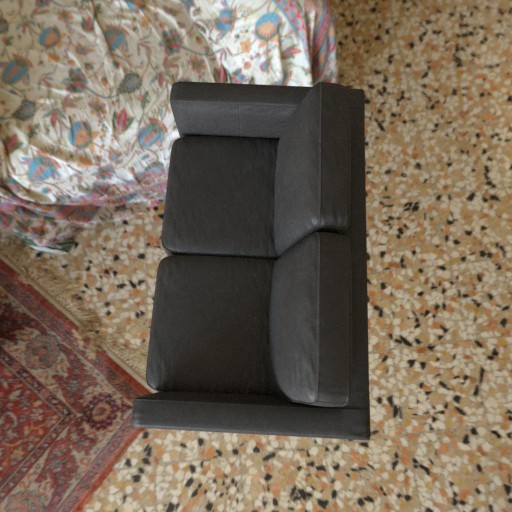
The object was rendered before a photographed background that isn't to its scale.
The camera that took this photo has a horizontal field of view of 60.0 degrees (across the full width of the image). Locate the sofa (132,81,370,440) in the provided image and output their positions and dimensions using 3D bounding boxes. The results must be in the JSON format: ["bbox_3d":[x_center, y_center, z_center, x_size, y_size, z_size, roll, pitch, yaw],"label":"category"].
[{"bbox_3d":[0.000,0.000,1.968,0.879,0.899,1.430,3,74,1],"label":"sofa"}]
